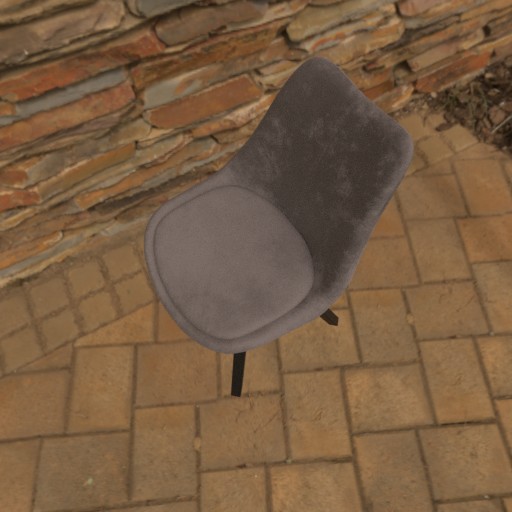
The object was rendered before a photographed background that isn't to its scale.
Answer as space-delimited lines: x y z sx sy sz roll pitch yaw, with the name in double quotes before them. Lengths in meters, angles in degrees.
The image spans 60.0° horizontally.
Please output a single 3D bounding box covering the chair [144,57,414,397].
"chair" 0.000 0.000 1.189 0.550 0.850 0.485 -31 68 -14
